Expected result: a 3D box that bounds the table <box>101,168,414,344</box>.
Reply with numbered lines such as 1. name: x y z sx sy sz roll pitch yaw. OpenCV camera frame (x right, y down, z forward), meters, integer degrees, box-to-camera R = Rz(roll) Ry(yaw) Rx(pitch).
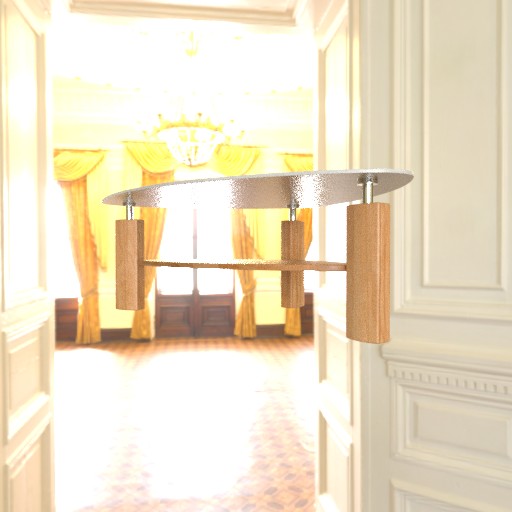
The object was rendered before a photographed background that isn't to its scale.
1. table: 0.000 0.000 1.632 1.250 0.440 0.850 1 1 37
